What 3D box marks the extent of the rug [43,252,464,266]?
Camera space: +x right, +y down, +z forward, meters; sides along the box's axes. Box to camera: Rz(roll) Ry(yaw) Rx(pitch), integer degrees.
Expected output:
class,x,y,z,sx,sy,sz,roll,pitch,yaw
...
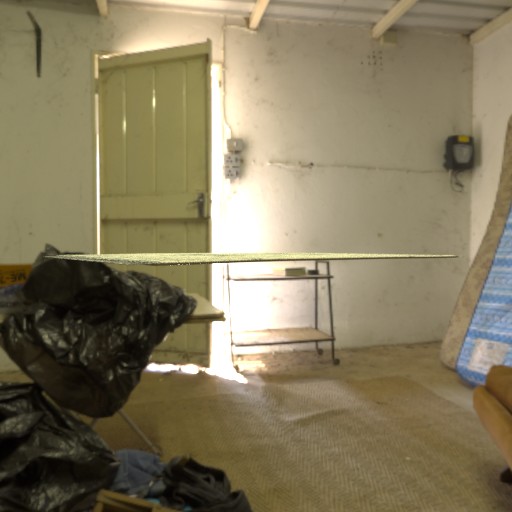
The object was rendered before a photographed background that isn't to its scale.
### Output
class,x,y,z,sx,sy,sz,roll,pitch,yaw
rug,0.000,0.000,3.852,3.027,0.028,2.125,-1,2,-36
